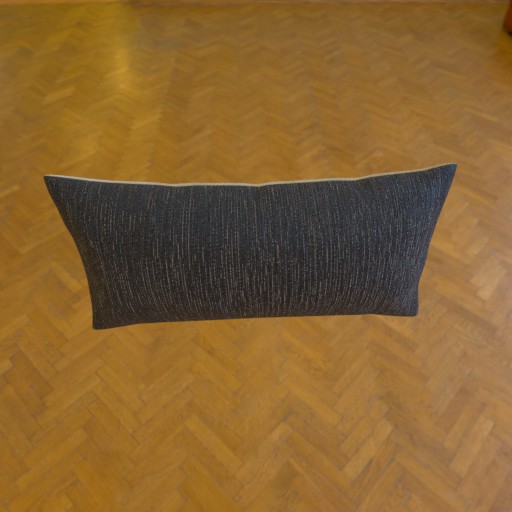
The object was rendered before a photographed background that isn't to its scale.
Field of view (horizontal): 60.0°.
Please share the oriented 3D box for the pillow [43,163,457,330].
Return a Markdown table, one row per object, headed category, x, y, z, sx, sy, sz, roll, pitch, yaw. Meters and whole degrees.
| category | x | y | z | sx | sy | sz | roll | pitch | yaw |
| --- | --- | --- | --- | --- | --- | --- | --- | --- | --- |
| pillow | 0.000 | 0.000 | 0.736 | 0.608 | 0.305 | 0.156 | -2 | 46 | -2 |
